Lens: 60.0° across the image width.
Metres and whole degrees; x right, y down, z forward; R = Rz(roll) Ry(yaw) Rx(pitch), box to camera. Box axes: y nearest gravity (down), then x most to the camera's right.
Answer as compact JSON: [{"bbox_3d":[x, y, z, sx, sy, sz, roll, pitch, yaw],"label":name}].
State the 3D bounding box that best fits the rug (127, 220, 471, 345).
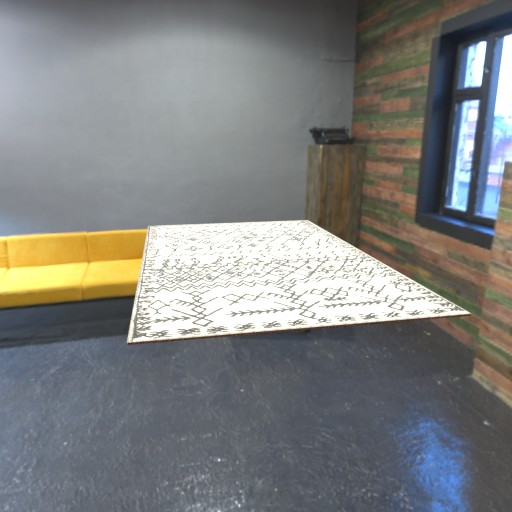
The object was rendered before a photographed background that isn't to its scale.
[{"bbox_3d":[0.000,0.000,3.045,1.526,0.012,2.444,-3,15,-11],"label":"rug"}]
